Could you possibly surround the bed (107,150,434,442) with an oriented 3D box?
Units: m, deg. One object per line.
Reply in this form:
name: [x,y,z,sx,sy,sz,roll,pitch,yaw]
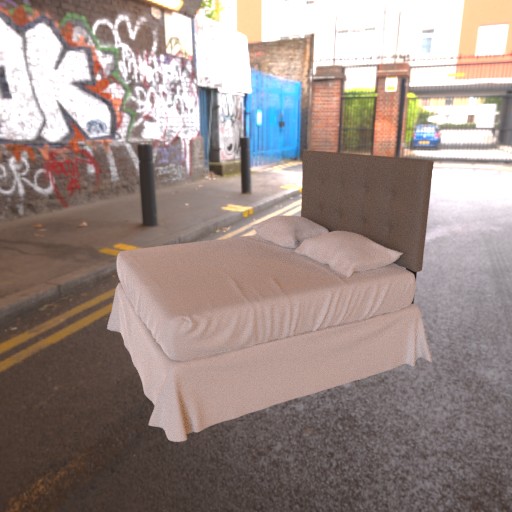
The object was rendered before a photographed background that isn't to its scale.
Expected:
bed: [0.000,0.000,3.627,2.222,1.577,1.936,-8,18,-26]
